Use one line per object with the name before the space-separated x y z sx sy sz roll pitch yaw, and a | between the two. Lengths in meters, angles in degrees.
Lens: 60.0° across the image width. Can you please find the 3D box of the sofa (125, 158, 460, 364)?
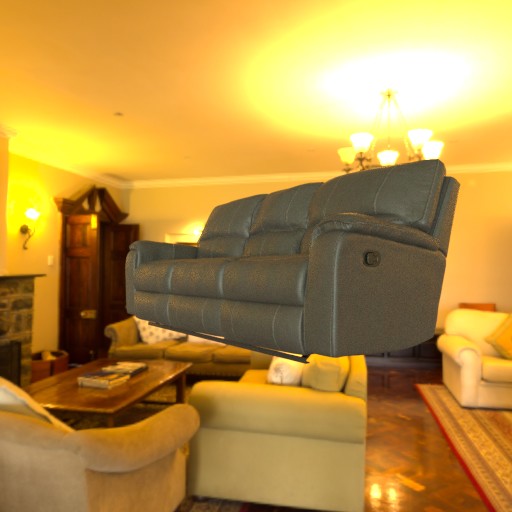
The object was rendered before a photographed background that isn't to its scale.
sofa | 0.000 0.000 3.235 1.104 1.134 2.627 1 -2 -37
